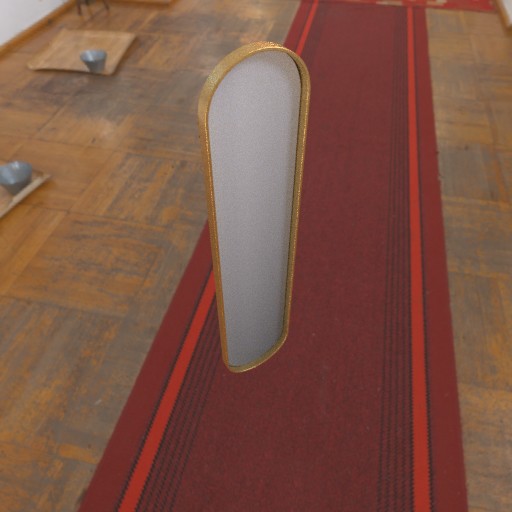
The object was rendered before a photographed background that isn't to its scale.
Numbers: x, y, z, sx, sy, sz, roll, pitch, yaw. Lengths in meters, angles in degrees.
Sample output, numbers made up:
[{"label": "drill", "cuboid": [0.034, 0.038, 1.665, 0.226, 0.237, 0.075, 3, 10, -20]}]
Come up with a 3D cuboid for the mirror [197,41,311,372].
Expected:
[{"label": "mirror", "cuboid": [0.000, 0.000, 1.079, 0.222, 0.991, 0.032, -25, 51, -22]}]
